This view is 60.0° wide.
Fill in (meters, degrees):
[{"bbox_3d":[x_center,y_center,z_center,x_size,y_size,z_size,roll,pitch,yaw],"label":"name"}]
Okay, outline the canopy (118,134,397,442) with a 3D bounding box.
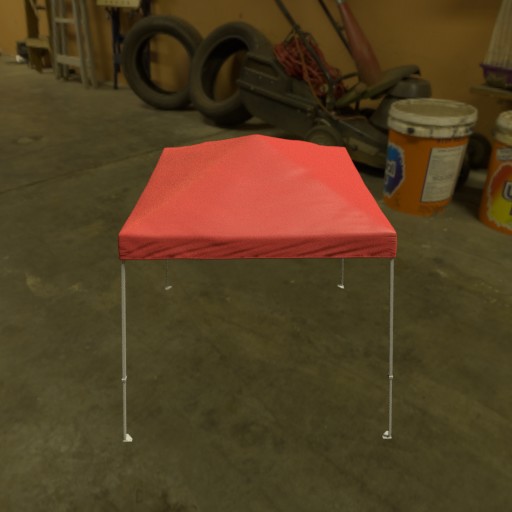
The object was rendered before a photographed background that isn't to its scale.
[{"bbox_3d":[0.000,0.000,5.188,2.849,2.849,2.848,0,31,-1],"label":"canopy"}]
